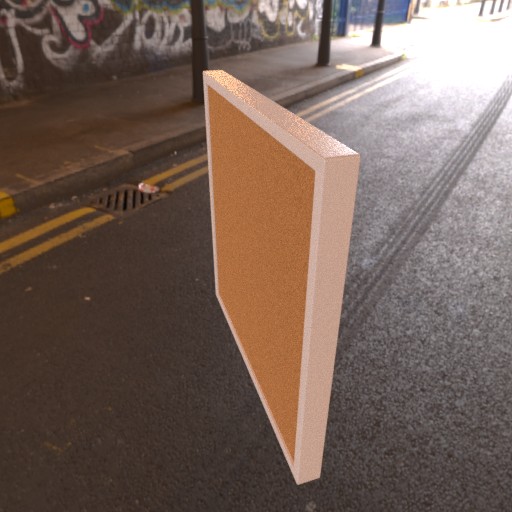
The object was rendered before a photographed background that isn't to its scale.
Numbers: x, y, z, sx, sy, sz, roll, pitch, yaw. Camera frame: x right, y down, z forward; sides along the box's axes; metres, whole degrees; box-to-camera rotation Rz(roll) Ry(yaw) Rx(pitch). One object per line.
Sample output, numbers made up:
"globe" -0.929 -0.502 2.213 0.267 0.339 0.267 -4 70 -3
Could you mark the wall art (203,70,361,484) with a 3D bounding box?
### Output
"wall art" 0.000 0.000 0.744 0.038 0.508 0.508 -10 33 -16
